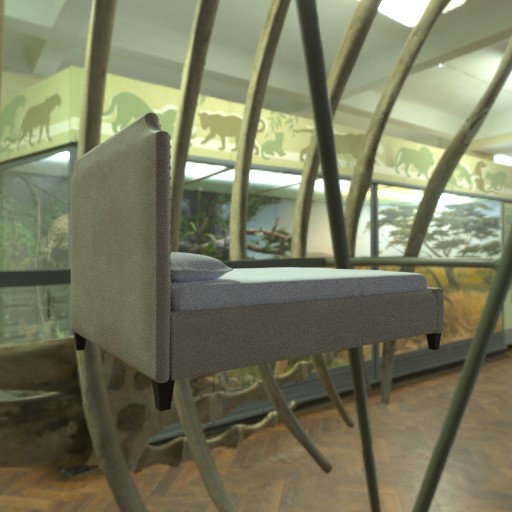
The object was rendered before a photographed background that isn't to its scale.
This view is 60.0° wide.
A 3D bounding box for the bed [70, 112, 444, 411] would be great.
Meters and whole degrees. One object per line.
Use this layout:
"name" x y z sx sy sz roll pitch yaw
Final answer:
"bed" 0.000 0.000 3.404 2.372 1.443 1.712 0 1 -35
